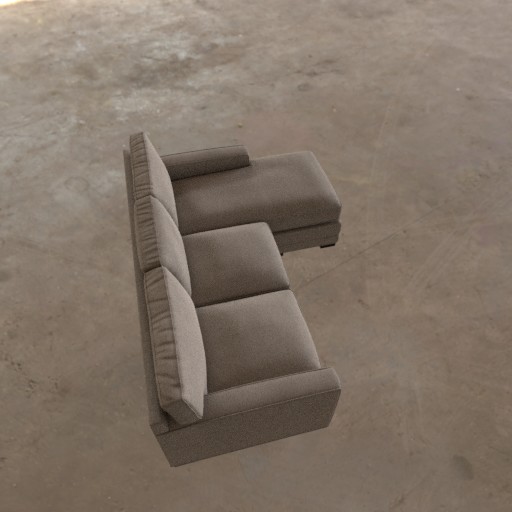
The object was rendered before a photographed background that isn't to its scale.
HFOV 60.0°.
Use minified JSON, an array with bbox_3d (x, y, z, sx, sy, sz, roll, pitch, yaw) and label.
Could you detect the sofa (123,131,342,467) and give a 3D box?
[{"bbox_3d":[0.000,0.000,2.900,1.496,0.861,2.087,-11,50,-9],"label":"sofa"}]
